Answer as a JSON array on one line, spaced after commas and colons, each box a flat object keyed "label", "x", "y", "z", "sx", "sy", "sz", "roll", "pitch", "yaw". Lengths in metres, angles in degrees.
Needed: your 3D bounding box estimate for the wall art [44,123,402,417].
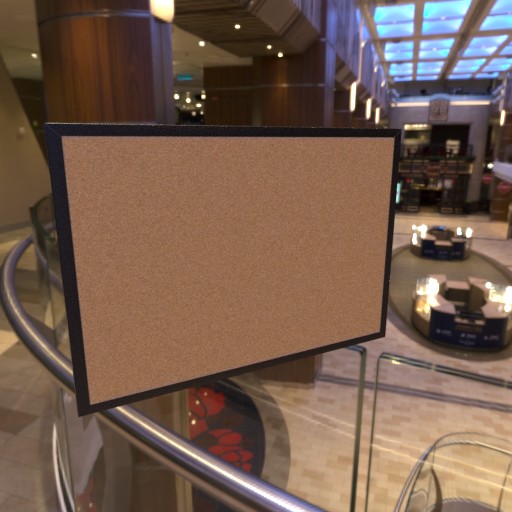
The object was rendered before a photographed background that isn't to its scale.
[{"label": "wall art", "x": 0.000, "y": 0.000, "z": 0.546, "sx": 0.440, "sy": 0.306, "sz": 0.013, "roll": -7, "pitch": 16, "yaw": -27}]
